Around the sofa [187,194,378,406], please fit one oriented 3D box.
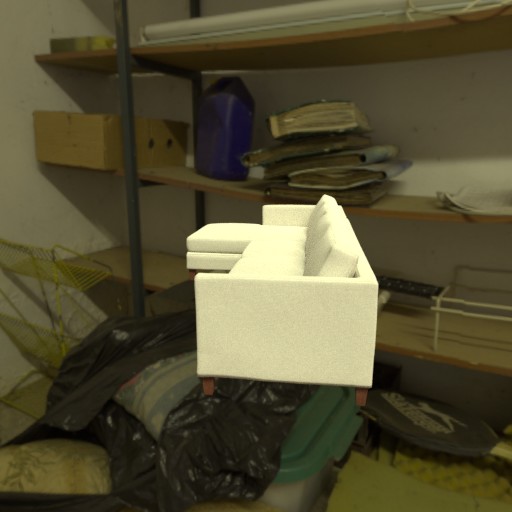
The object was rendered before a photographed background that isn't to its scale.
[{"bbox_3d":[0.000,0.000,3.833,1.625,0.846,3.186,2,13,7],"label":"sofa"}]
